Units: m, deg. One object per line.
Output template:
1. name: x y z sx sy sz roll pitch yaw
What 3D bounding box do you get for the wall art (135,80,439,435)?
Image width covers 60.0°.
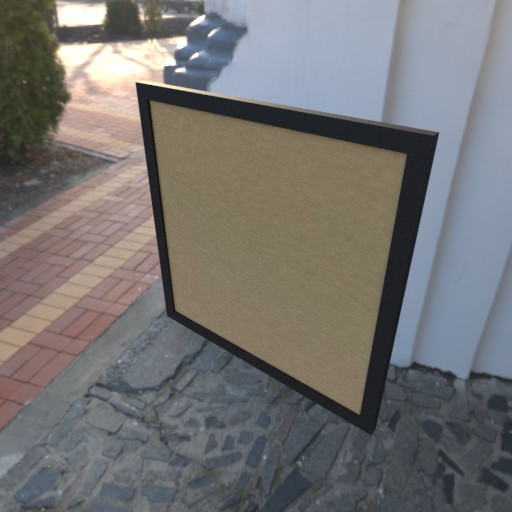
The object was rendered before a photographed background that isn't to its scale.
1. wall art: 0.000 0.000 0.531 0.358 0.357 0.012 23 38 32
